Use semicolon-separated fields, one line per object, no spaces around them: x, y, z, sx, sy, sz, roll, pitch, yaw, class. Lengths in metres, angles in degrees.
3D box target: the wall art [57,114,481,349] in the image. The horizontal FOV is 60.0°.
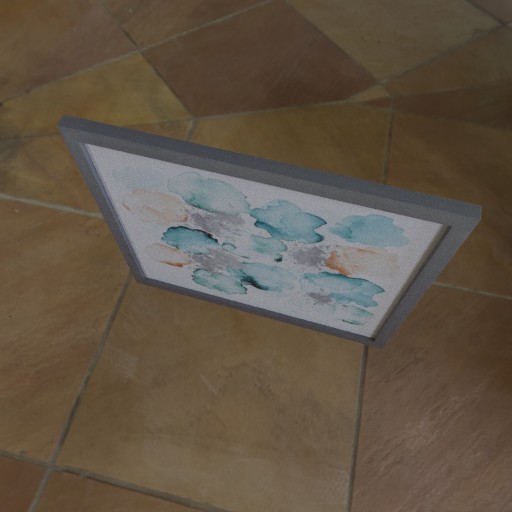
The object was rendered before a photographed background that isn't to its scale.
0.000;0.000;0.911;0.660;0.558;0.026;14;61;8;wall art
